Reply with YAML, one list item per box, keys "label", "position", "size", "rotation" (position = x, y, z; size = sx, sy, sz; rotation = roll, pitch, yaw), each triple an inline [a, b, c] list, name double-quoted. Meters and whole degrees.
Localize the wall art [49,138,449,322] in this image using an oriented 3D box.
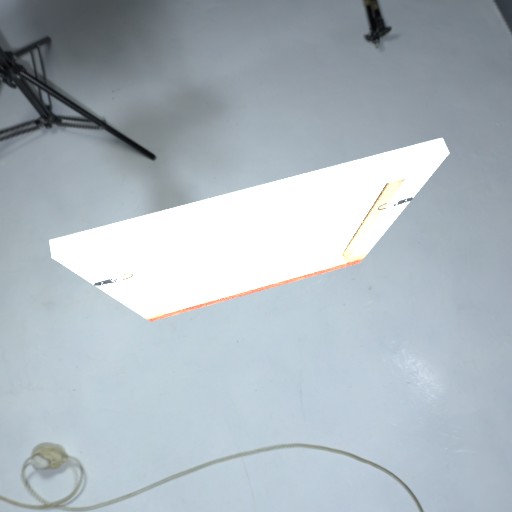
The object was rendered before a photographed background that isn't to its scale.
- label: "wall art"
  position: [0.000, 0.000, 1.183]
  size: [0.760, 0.760, 0.042]
  rotation: [-15, 74, -5]
